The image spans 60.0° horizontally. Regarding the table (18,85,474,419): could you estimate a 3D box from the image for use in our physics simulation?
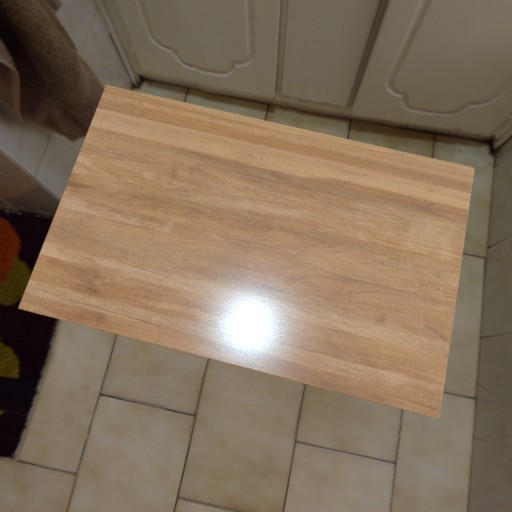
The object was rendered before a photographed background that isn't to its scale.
[{"bbox_3d":[0.000,0.000,1.415,1.100,0.441,0.692,14,75,4],"label":"table"}]
